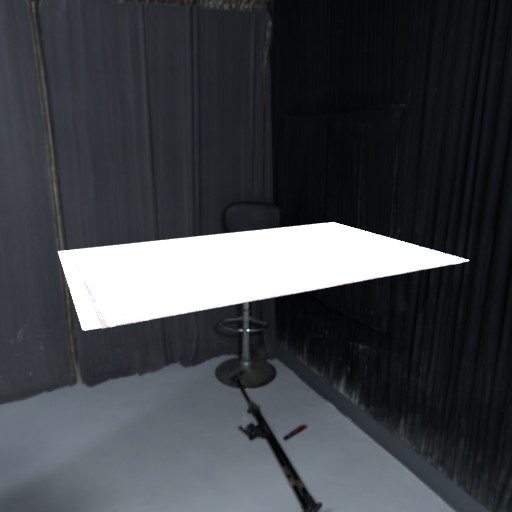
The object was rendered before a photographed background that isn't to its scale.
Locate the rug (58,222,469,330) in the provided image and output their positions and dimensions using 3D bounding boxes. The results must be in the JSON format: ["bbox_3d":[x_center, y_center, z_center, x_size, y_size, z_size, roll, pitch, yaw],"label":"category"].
[{"bbox_3d":[0.000,0.000,3.087,2.440,0.010,1.528,-8,17,-26],"label":"rug"}]
